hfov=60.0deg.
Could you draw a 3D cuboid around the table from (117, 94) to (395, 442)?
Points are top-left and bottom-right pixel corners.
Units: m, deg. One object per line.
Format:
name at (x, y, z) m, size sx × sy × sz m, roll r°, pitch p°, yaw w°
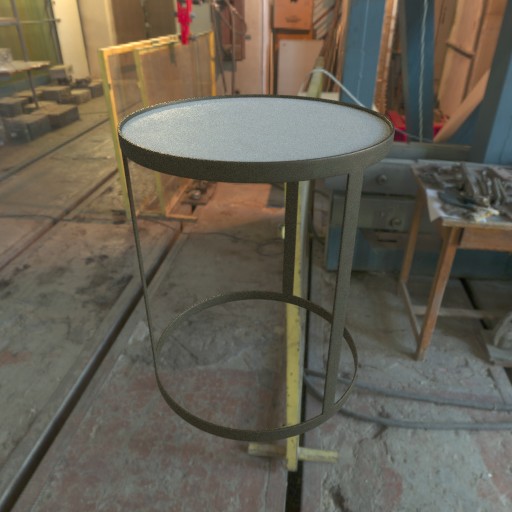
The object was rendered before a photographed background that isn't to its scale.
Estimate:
table at (0.000, 0.000, 0.935) m, size 0.480 × 0.565 × 0.480 m, roll 0°, pitch 30°, yaw 0°
